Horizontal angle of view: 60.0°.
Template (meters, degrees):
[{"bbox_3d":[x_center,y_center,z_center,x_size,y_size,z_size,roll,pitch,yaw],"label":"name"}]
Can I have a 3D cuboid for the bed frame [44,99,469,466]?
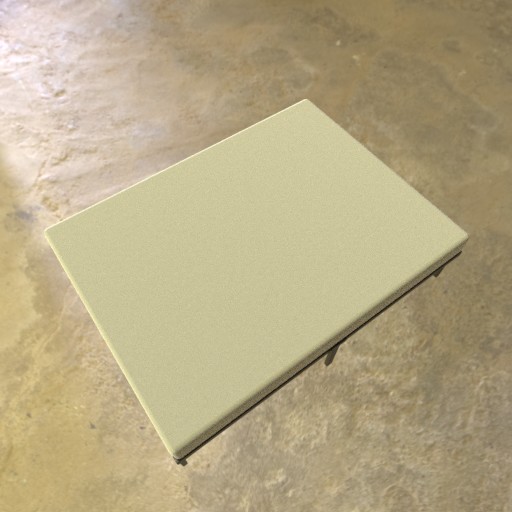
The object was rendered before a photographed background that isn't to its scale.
[{"bbox_3d":[0.000,0.000,3.638,2.635,0.680,1.990,-32,63,-18],"label":"bed frame"}]
